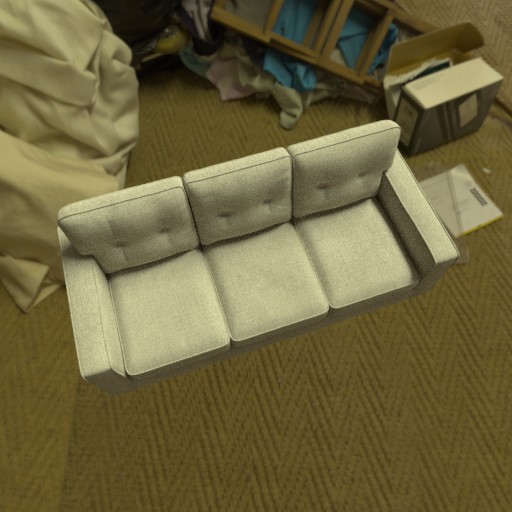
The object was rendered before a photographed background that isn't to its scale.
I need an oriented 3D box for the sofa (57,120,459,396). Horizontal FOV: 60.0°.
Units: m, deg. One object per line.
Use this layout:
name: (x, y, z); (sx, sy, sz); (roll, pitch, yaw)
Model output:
sofa: (0.000, 0.000, 2.658); (2.133, 0.965, 0.939); (-17, 65, -8)
